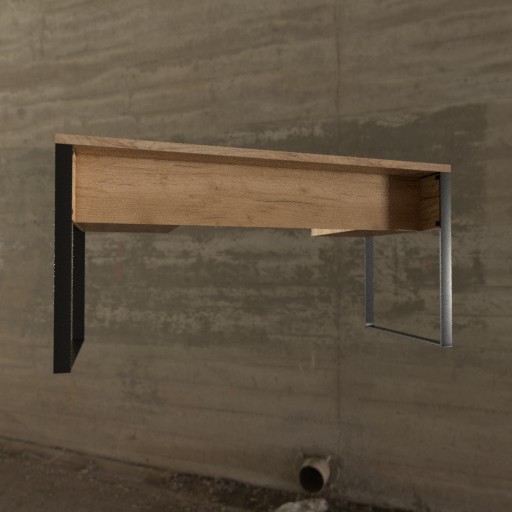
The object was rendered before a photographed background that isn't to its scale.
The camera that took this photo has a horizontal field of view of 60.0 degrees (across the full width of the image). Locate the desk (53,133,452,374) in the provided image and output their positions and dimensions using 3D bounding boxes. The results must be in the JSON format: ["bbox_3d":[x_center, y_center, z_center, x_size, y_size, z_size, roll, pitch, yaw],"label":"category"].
[{"bbox_3d":[0.000,0.000,1.910,1.520,0.760,0.600,0,-1,-17],"label":"desk"}]
